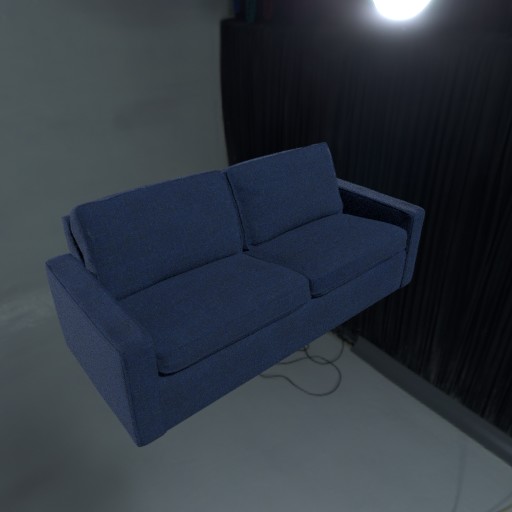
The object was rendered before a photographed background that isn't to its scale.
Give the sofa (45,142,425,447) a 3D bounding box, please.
[{"bbox_3d":[0.000,0.000,2.570,2.080,0.919,0.940,-23,37,-34],"label":"sofa"}]
